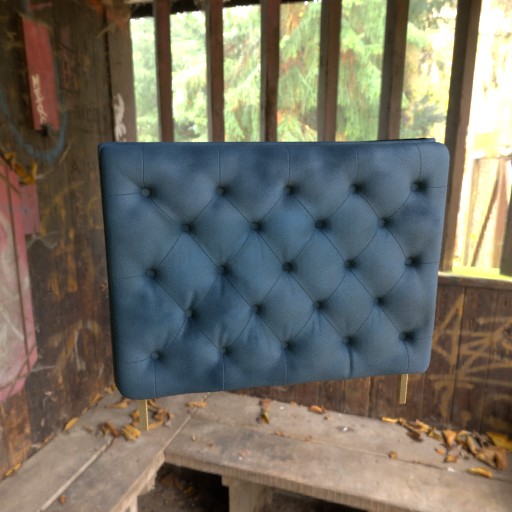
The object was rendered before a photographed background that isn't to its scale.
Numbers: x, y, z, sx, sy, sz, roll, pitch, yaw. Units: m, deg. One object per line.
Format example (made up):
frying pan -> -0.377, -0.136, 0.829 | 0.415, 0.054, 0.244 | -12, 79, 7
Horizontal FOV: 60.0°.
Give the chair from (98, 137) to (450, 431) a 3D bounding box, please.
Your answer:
chair -> 0.000, 0.000, 1.517 | 0.877, 0.771, 0.868 | -2, 13, -10
